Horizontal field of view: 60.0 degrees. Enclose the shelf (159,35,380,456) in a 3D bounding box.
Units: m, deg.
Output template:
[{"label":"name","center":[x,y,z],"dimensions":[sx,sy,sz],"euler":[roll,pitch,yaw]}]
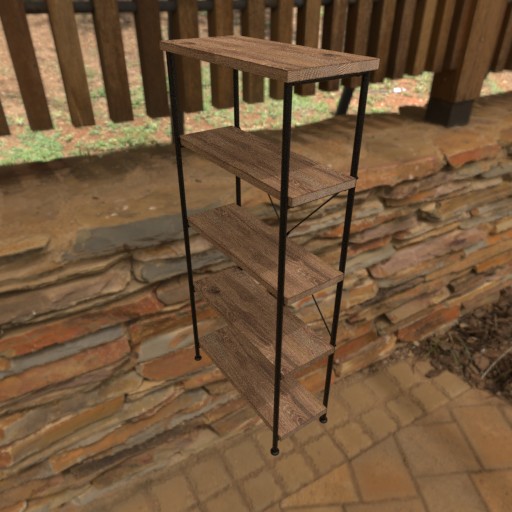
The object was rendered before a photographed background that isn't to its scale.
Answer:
[{"label":"shelf","center":[0.000,0.000,1.991],"dimensions":[0.360,1.700,0.800],"euler":[-21,38,-29]}]
